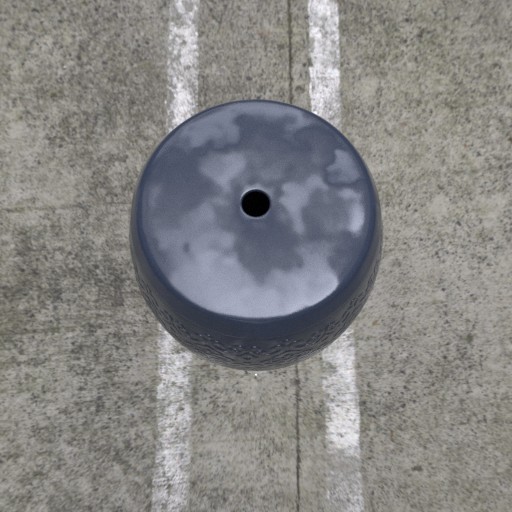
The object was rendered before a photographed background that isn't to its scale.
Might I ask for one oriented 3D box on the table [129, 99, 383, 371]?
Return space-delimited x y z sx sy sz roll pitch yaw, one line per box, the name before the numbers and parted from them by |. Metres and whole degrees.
table | 0.000 0.000 0.615 0.309 0.397 0.309 0 75 0
